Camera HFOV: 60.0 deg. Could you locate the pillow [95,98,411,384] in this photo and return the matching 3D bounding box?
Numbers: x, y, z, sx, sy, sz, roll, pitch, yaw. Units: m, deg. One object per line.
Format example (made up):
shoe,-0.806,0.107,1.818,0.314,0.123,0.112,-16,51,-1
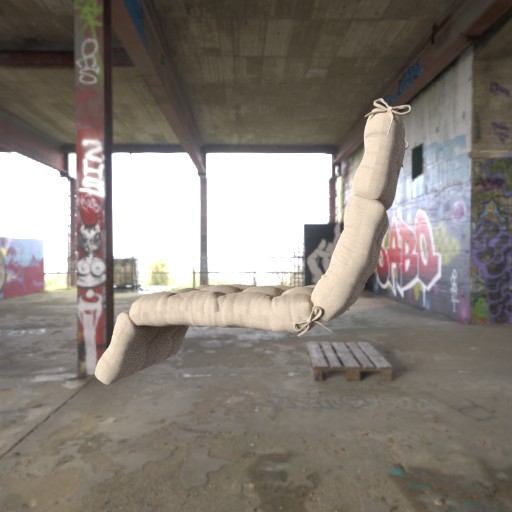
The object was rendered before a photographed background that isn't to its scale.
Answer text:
pillow,0.000,0.000,1.550,1.016,0.863,0.526,0,1,19
